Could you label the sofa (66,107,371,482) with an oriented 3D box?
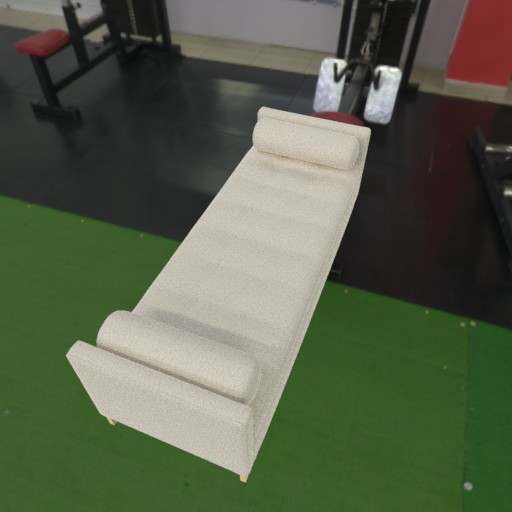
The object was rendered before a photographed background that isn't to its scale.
[{"bbox_3d":[0.000,0.000,2.371,0.746,0.641,1.985,16,49,15],"label":"sofa"}]
